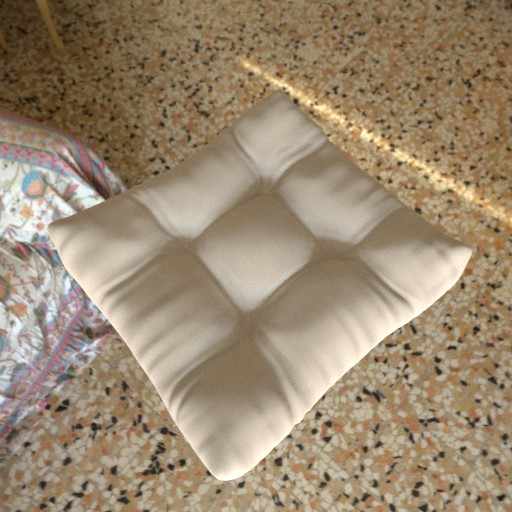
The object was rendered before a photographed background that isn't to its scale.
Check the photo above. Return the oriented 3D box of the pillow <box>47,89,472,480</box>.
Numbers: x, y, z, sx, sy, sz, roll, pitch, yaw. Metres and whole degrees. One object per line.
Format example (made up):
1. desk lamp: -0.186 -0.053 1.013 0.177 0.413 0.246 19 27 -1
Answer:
1. pillow: 0.000 0.000 0.710 0.490 0.128 0.468 -36 69 -16
